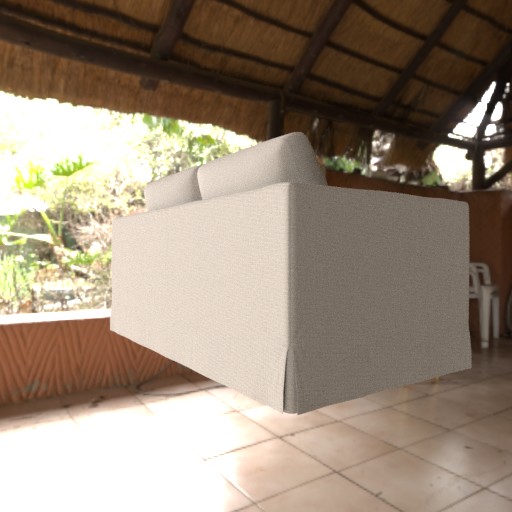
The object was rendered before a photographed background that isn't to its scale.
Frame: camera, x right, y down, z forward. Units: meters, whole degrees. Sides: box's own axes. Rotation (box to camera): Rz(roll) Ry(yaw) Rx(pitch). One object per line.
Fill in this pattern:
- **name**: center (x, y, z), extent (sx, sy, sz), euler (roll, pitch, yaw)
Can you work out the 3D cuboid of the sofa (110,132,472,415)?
- **sofa**: center (0.000, 0.000, 2.328), extent (1.009, 0.932, 1.813), euler (0, 1, -35)
